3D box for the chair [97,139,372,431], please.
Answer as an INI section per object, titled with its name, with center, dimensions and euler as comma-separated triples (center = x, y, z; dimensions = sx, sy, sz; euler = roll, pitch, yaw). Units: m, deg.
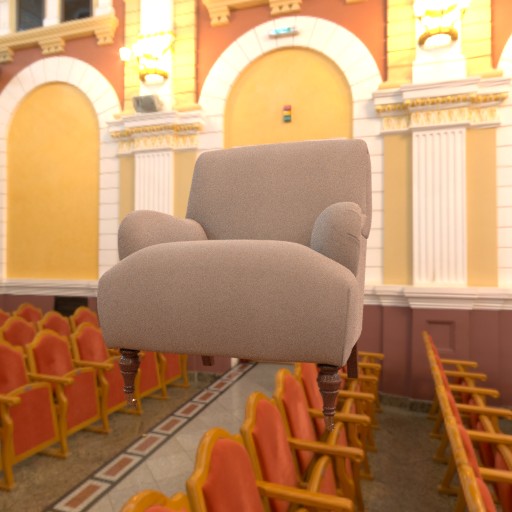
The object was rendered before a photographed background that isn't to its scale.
[chair]
center = 0.000, 0.000, 1.560
dimensions = 0.766, 0.942, 0.842
euler = 0, 0, 18
